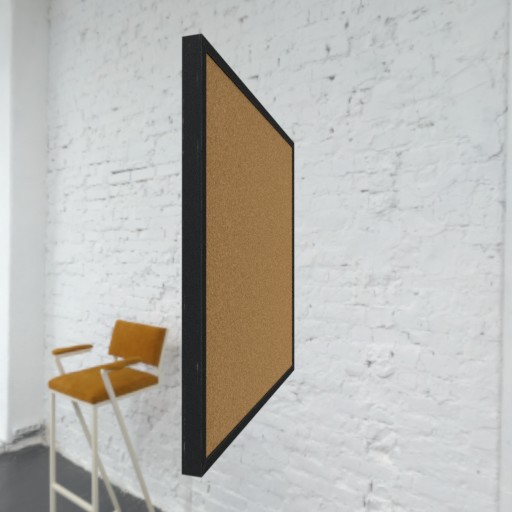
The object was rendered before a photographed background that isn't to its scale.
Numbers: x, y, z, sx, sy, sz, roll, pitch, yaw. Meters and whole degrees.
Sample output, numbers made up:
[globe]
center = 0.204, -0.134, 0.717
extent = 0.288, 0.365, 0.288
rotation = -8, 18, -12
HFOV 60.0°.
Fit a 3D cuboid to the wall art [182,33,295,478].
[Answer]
[wall art]
center = 0.000, 0.000, 1.128
extent = 0.037, 0.761, 0.761
rotation = 0, 0, 17
